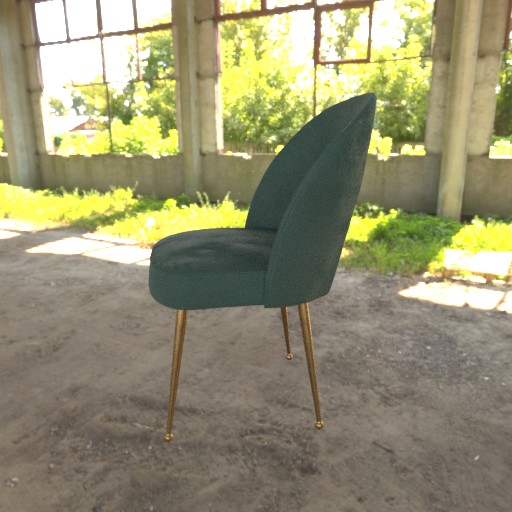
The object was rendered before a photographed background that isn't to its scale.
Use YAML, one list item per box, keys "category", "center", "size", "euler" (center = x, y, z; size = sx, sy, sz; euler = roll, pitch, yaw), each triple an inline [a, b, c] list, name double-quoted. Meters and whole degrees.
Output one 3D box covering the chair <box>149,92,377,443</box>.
- category: "chair"
  center: [0.000, 0.000, 1.238]
  size: [0.577, 0.860, 0.527]
  euler: [-2, 14, -7]
